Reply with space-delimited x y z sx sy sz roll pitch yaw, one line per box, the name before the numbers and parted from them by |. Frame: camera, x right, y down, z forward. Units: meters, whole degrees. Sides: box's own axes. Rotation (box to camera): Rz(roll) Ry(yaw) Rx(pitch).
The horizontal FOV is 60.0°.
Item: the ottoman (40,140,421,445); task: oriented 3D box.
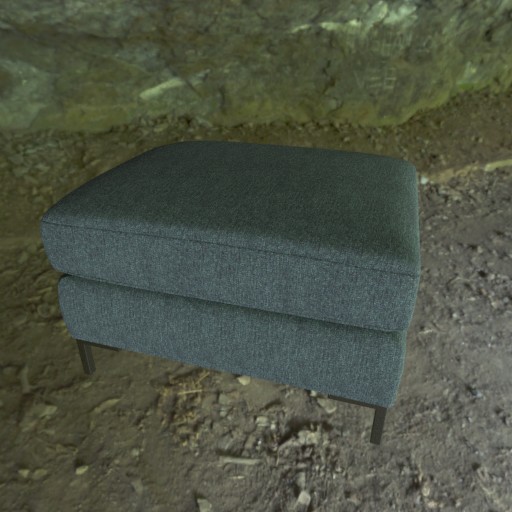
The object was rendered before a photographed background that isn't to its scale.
ottoman | 0.000 0.000 1.266 0.831 0.533 0.695 8 29 15
